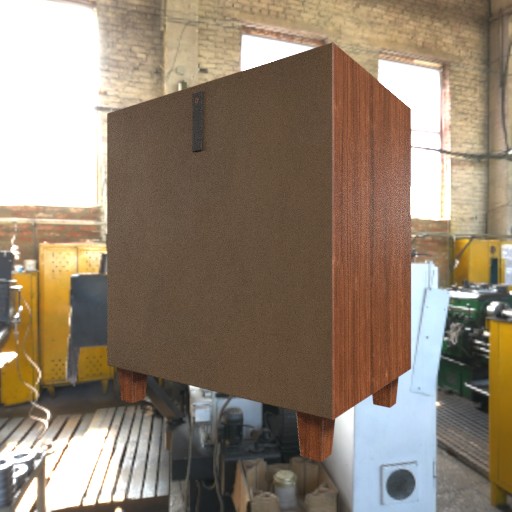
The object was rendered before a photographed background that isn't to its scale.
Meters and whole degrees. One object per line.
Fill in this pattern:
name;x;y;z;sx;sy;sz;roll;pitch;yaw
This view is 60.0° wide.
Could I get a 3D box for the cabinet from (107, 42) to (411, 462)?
cabinet;0.000;0.000;1.058;0.607;0.695;0.410;0;0;37
